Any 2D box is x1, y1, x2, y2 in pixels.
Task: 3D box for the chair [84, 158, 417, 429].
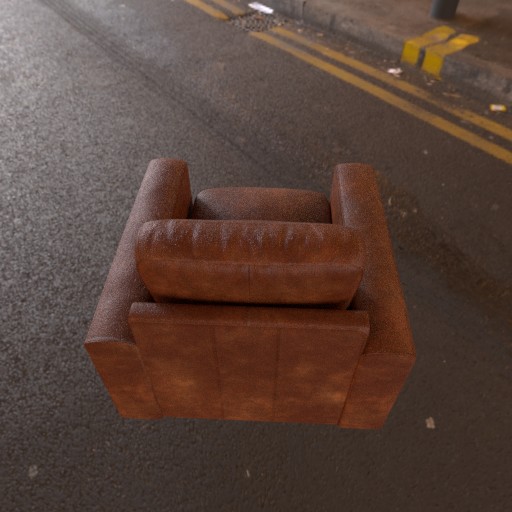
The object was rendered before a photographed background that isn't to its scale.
[{"bbox_3d":[0.000,0.000,1.748,1.005,0.873,1.016,2,47,2],"label":"chair"}]
